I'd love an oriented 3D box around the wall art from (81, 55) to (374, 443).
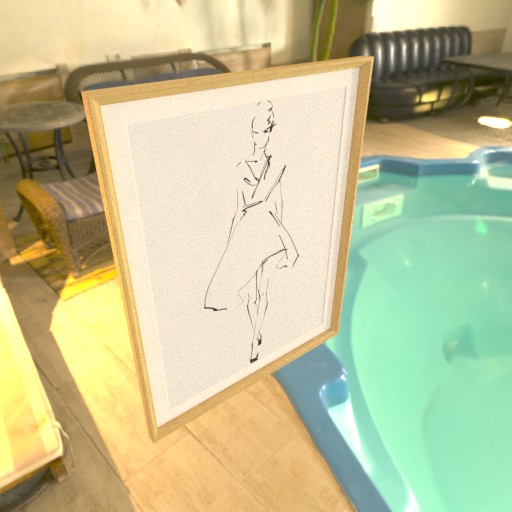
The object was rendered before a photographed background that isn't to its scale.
[{"bbox_3d":[0.000,0.000,1.282,0.798,1.002,0.030,-22,38,-31],"label":"wall art"}]
